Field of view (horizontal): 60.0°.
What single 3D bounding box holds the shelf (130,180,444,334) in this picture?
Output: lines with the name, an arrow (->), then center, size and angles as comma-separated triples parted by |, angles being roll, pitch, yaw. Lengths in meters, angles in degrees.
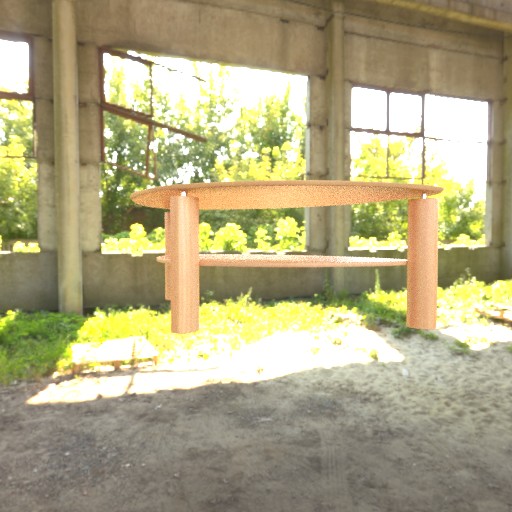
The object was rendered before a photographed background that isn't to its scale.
shelf -> 0.000, 0.000, 1.637 | 1.246, 0.440, 0.845 | 1, 2, 36
